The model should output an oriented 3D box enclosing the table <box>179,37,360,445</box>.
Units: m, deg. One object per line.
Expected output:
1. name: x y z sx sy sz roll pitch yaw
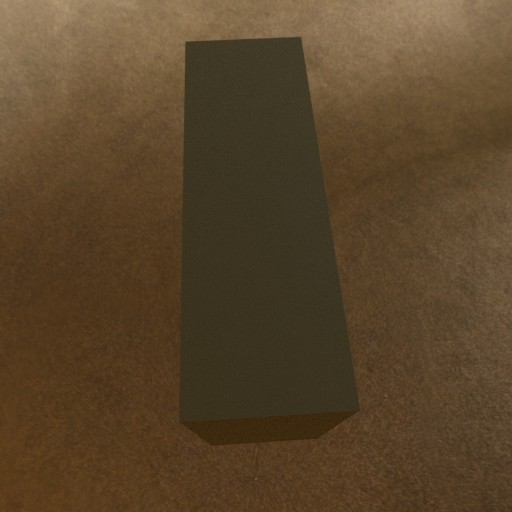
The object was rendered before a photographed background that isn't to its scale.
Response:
1. table: 0.000 0.000 1.598 0.400 0.855 1.200 -3 63 -2
